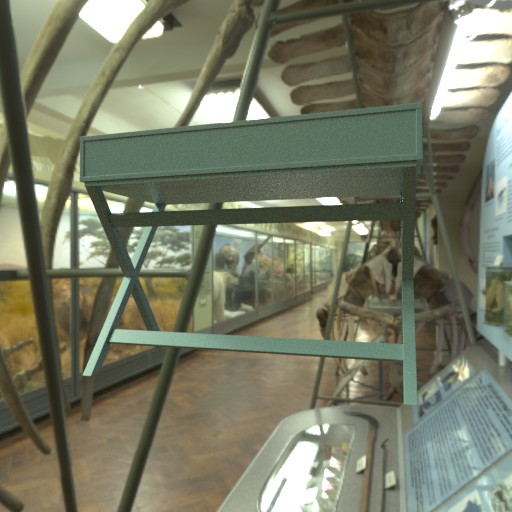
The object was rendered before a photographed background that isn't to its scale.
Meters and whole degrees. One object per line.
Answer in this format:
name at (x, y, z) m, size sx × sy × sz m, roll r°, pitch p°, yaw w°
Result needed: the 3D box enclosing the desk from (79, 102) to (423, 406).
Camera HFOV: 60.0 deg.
desk at (0.000, 0.000, 1.534) m, size 1.059 × 0.780 × 0.509 m, roll 0°, pitch -1°, yaw 18°
